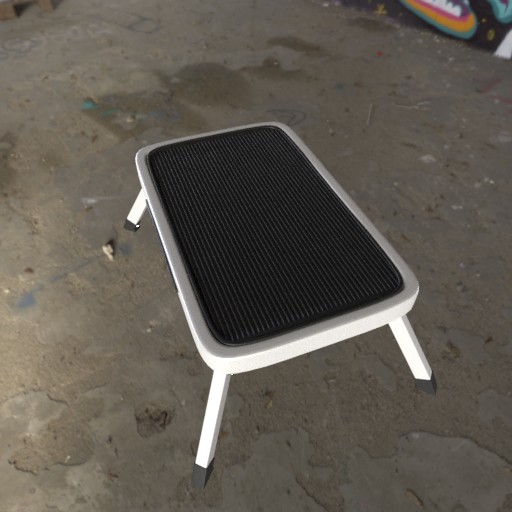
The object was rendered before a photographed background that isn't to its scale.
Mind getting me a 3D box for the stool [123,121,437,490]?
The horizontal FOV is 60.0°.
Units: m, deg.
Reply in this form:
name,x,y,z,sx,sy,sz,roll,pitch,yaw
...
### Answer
name,x,y,z,sx,sy,sz,roll,pitch,yaw
stool,0.000,0.000,0.602,0.320,0.170,0.460,-16,48,-15
